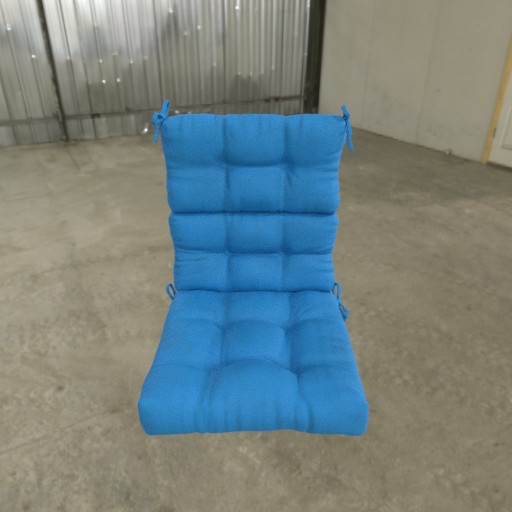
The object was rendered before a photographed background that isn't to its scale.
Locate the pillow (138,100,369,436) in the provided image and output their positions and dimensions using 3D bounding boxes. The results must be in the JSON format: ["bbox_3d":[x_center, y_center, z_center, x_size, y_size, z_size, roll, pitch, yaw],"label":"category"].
[{"bbox_3d":[0.000,0.000,1.028,0.519,0.605,0.571,0,29,0],"label":"pillow"}]
